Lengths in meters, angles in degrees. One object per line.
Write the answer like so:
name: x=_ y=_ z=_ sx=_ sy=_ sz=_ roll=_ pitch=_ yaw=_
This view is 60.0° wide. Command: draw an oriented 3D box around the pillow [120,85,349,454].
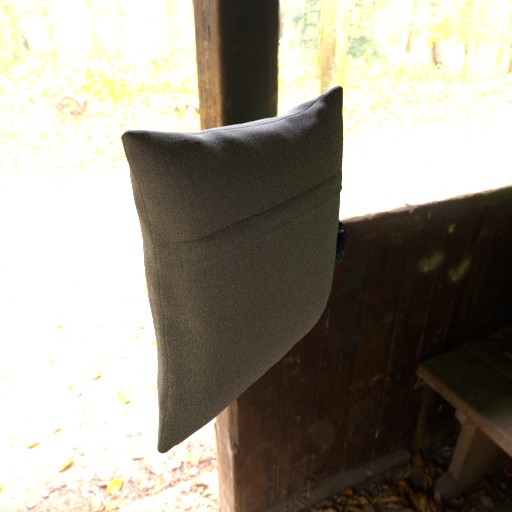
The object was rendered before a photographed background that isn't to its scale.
pillow: x=0.000 y=0.000 z=0.654 sx=0.173 sy=0.436 sz=0.433 roll=18 pitch=32 yaw=31
